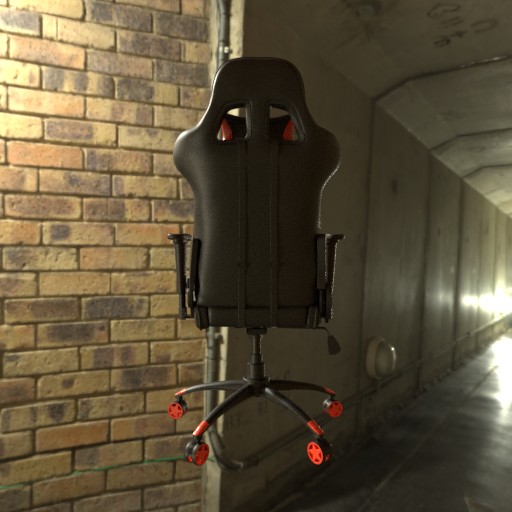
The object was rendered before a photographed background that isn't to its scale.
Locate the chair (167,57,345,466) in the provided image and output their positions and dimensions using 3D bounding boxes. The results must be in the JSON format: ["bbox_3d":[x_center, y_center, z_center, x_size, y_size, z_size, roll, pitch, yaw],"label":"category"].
[{"bbox_3d":[0.000,0.000,1.698,0.695,1.282,0.730,0,0,-1],"label":"chair"}]
